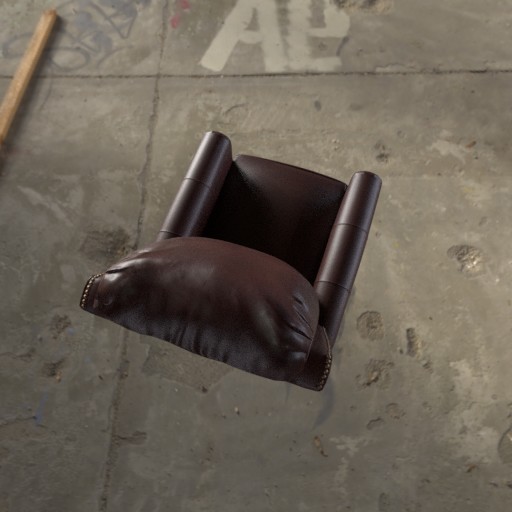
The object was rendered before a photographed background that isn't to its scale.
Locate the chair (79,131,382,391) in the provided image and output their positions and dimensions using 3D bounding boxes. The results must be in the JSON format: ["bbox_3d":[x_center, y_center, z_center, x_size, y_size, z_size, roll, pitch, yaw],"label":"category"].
[{"bbox_3d":[0.000,0.000,1.823,0.826,1.022,1.089,18,64,9],"label":"chair"}]
